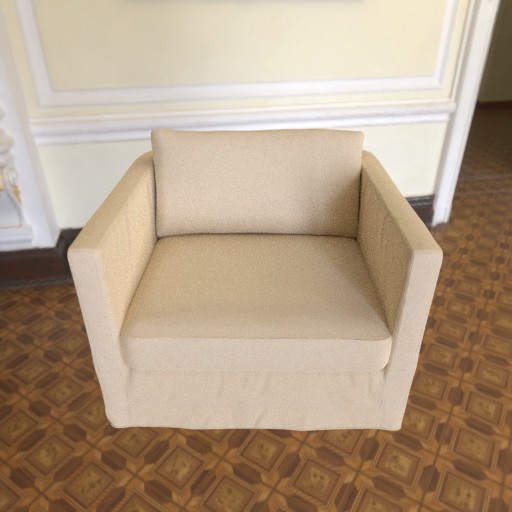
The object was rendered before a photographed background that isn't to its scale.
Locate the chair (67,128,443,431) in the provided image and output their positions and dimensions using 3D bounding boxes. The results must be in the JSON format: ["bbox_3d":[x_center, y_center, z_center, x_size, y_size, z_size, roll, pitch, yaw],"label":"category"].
[{"bbox_3d":[0.000,0.000,1.719,1.057,0.851,0.947,0,31,1],"label":"chair"}]
